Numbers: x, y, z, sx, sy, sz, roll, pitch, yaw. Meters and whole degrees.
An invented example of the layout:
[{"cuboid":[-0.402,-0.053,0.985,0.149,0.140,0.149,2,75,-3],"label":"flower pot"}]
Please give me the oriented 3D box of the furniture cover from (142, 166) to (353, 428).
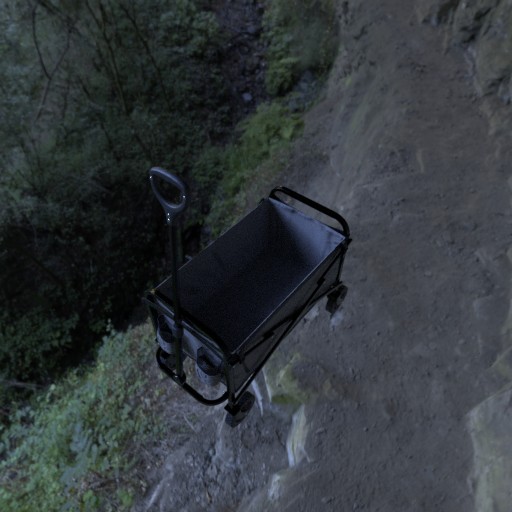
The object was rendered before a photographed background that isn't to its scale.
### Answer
[{"cuboid":[0.000,0.000,1.874,0.532,1.295,1.038,31,55,25],"label":"furniture cover"}]
